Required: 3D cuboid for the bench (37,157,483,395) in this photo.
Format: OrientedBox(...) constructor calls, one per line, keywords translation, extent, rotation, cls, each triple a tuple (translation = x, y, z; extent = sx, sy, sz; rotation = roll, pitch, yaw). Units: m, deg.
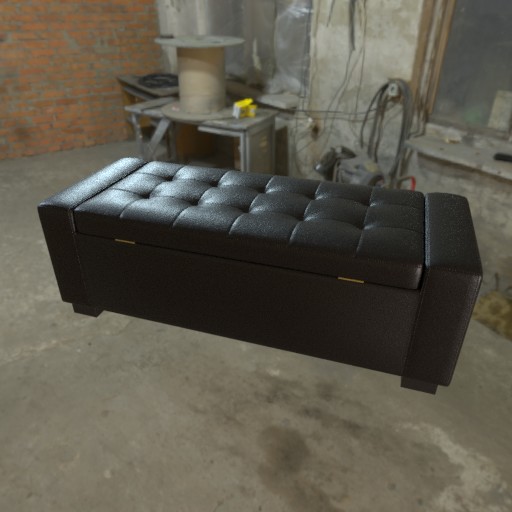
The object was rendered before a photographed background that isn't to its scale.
OrientedBox(translation=(0.000, 0.000, 1.520), extent=(1.296, 0.445, 0.508), rotation=(9, 32, 16), cls="bench")
